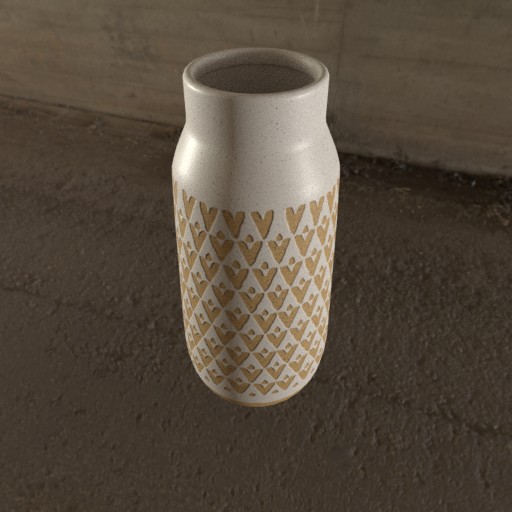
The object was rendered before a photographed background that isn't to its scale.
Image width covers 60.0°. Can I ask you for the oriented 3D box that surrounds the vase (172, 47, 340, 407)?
[{"bbox_3d":[0.000,0.000,0.374,0.137,0.307,0.137,0,41,0],"label":"vase"}]
